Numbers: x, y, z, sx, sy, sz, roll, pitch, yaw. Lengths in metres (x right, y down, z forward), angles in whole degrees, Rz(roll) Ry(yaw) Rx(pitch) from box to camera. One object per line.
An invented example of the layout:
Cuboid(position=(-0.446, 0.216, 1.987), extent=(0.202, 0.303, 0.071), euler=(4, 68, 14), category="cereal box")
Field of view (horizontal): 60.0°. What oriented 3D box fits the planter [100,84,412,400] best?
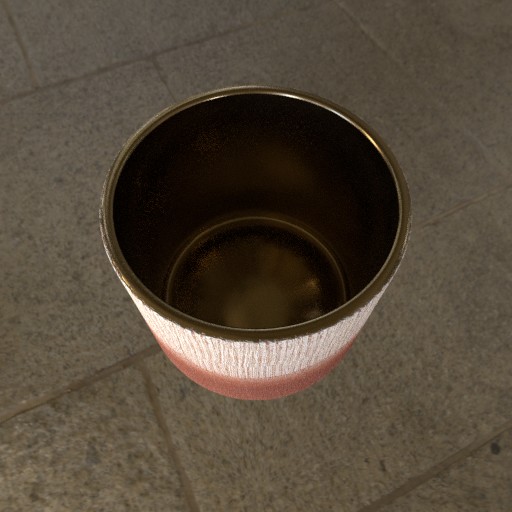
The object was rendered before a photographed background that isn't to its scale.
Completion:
Cuboid(position=(0.000, 0.000, 0.453), extent=(0.254, 0.221, 0.254), euler=(0, 62, 0), category="planter")
